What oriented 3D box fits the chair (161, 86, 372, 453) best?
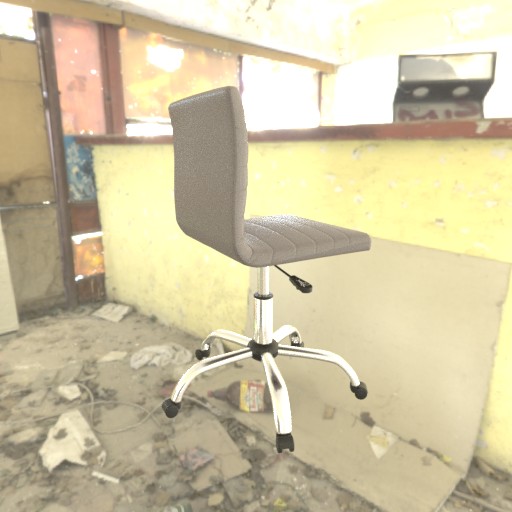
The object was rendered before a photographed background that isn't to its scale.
[{"bbox_3d":[0.000,0.000,1.153,0.530,0.780,0.556,-7,15,-27],"label":"chair"}]
